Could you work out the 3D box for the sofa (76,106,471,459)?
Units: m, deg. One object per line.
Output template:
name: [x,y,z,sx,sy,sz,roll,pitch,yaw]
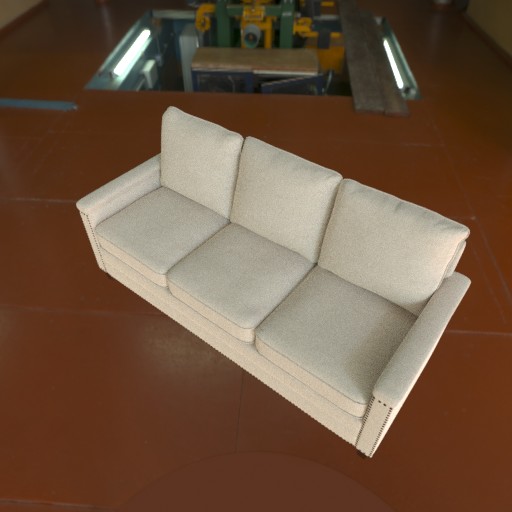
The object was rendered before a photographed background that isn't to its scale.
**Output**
sofa: [0.000,0.000,2.334,1.925,0.961,0.828,29,51,26]
